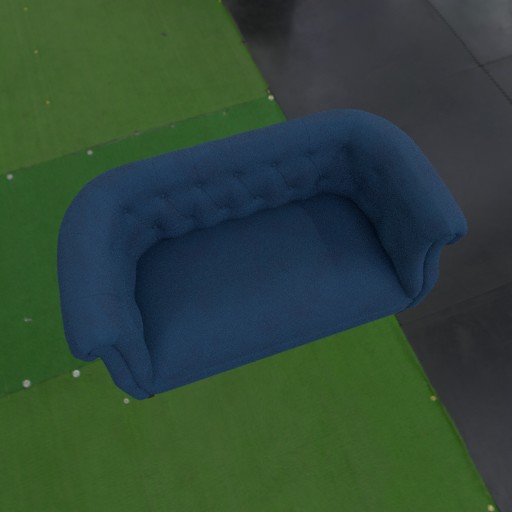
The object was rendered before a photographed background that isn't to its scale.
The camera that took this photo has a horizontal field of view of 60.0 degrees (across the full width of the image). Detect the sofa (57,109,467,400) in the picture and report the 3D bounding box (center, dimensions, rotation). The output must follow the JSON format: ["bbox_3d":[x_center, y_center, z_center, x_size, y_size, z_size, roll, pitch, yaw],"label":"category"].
[{"bbox_3d":[0.000,0.000,2.038,1.558,0.827,0.835,-17,67,-8],"label":"sofa"}]
